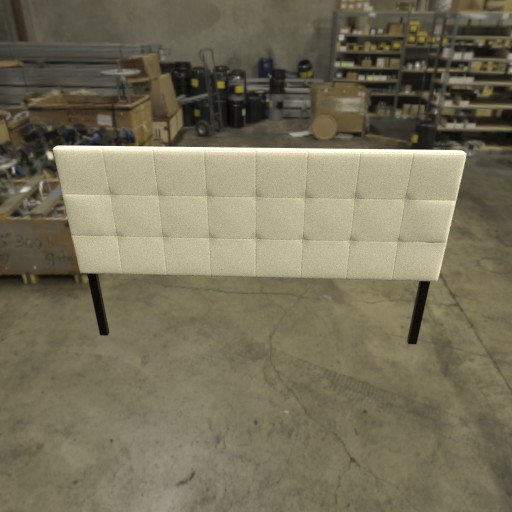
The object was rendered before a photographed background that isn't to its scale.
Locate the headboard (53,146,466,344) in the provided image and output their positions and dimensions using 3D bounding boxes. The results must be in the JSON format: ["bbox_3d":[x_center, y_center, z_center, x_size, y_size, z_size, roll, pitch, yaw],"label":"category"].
[{"bbox_3d":[0.000,0.000,2.877,2.362,1.410,0.120,1,29,2],"label":"headboard"}]
